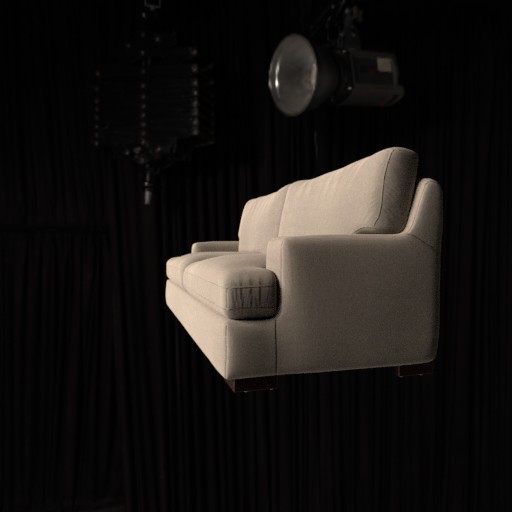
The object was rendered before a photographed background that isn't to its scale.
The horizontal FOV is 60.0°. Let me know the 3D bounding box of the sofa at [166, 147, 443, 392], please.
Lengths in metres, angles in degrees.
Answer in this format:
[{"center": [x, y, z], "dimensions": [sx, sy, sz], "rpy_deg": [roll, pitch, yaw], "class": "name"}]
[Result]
[{"center": [0.000, 0.000, 2.848], "dimensions": [0.962, 0.980, 2.354], "rpy_deg": [0, 1, -17], "class": "sofa"}]
